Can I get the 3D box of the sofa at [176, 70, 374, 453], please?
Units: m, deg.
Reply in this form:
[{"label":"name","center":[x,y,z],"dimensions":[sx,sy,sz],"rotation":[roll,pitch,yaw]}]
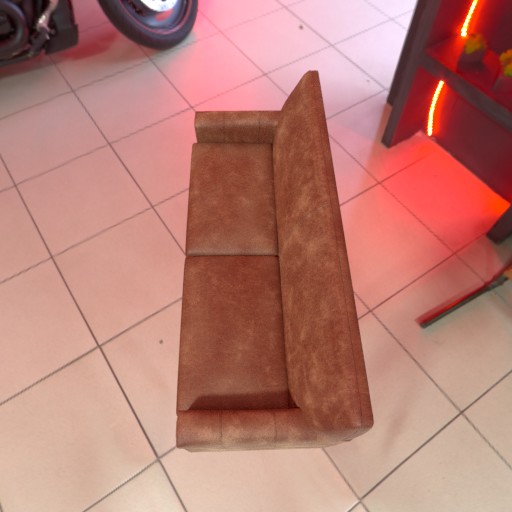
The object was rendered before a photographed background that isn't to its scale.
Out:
[{"label":"sofa","center":[0.000,0.000,2.521],"dimensions":[0.805,0.947,2.053],"rotation":[-1,59,-1]}]
